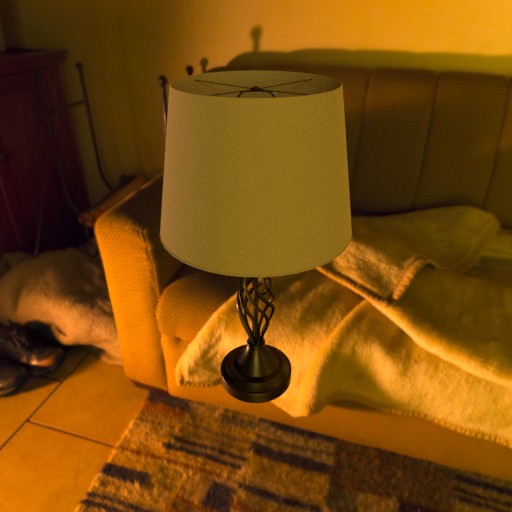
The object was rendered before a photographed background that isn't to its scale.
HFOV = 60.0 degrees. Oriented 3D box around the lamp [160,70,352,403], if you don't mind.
[{"bbox_3d":[0.000,0.000,0.804,0.331,0.594,0.331,0,30,0],"label":"lamp"}]
